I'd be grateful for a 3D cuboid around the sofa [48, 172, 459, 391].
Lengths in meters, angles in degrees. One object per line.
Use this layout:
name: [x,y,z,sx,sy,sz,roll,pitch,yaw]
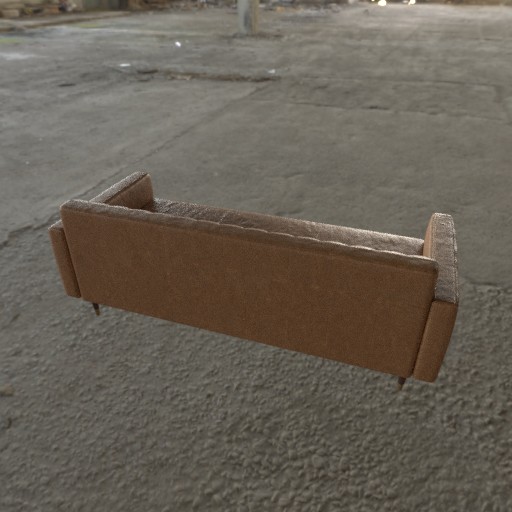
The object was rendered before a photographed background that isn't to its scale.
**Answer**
sofa: [0.000,0.000,2.767,2.291,0.821,0.990,10,33,16]
